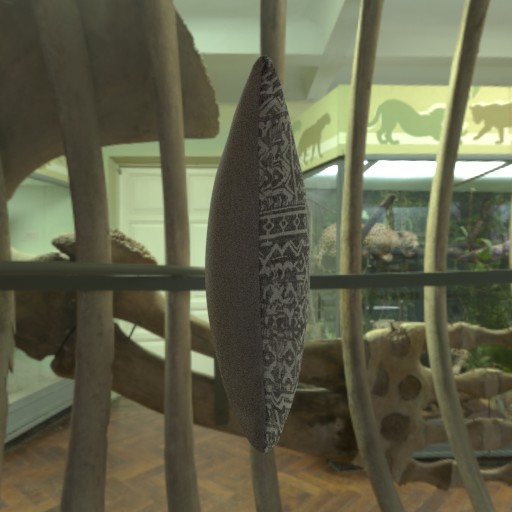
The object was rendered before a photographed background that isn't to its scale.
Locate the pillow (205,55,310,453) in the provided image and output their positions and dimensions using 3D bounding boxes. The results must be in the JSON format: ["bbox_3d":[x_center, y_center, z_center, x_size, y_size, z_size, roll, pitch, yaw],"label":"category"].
[{"bbox_3d":[0.000,0.000,0.798,0.180,0.487,0.546,0,0,-2],"label":"pillow"}]
